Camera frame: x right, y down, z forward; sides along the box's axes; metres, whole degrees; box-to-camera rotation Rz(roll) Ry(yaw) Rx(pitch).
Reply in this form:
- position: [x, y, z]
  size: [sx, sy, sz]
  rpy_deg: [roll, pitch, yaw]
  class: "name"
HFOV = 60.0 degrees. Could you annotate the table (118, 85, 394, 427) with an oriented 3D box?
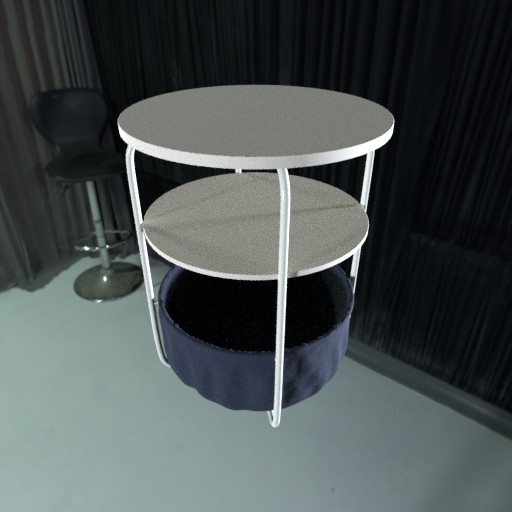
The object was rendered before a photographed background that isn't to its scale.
- position: [0.000, 0.000, 0.834]
  size: [0.418, 0.532, 0.418]
  rpy_deg: [20, 37, 29]
  class: "table"
